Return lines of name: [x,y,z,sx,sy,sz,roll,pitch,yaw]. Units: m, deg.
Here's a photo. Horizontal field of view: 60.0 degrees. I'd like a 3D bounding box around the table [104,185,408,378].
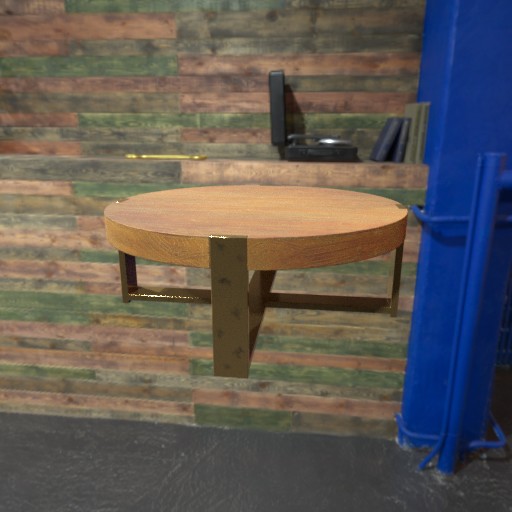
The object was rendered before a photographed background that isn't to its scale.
table: [0.000,0.000,1.754,1.100,0.420,1.100,0,16,0]
